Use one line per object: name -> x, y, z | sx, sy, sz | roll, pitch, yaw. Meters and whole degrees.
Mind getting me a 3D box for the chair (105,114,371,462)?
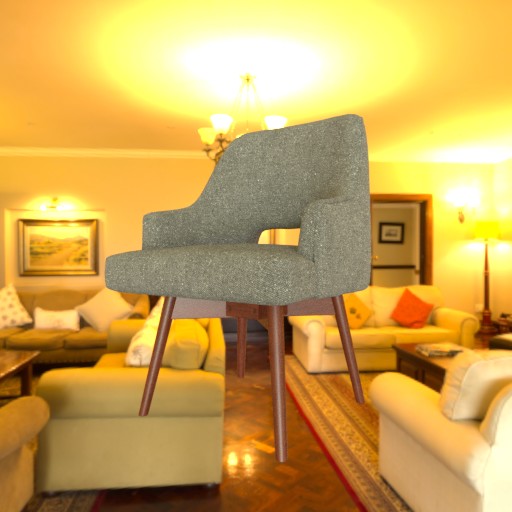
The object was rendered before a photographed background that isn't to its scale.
chair -> 0.000, 0.000, 1.264 | 0.608, 0.875, 0.629 | 1, 1, 35
